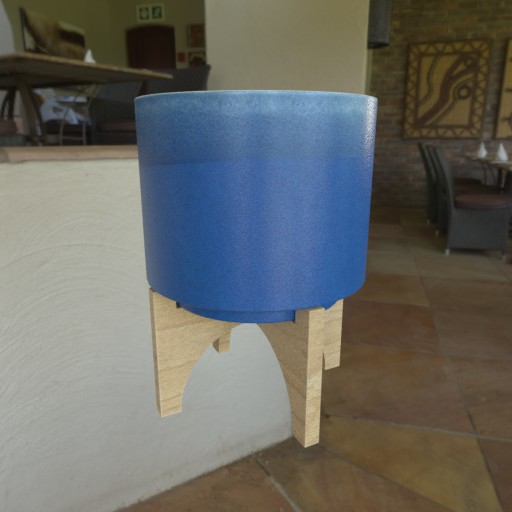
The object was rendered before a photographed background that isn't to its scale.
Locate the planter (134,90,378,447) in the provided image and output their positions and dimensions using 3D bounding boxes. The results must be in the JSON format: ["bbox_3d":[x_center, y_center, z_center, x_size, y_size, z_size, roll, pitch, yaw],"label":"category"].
[{"bbox_3d":[0.000,0.000,0.397,0.192,0.263,0.192,0,16,0],"label":"planter"}]
